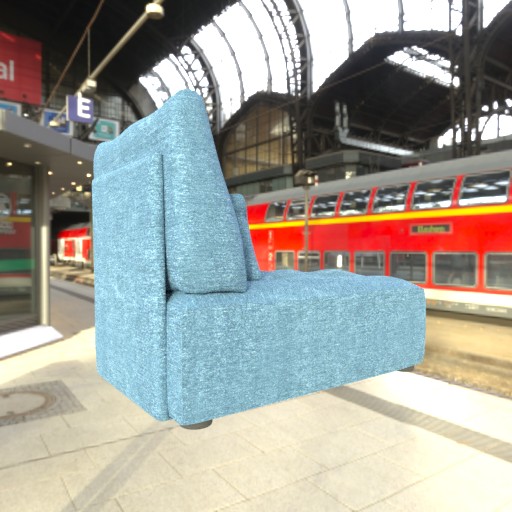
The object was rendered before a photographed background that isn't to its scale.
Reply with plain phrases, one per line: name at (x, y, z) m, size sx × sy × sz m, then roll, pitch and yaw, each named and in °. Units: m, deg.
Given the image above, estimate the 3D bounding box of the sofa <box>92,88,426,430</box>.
sofa at (0.000, 0.000, 1.579) m, size 1.000 × 0.820 × 0.700 m, roll -1°, pitch 1°, yaw -36°
